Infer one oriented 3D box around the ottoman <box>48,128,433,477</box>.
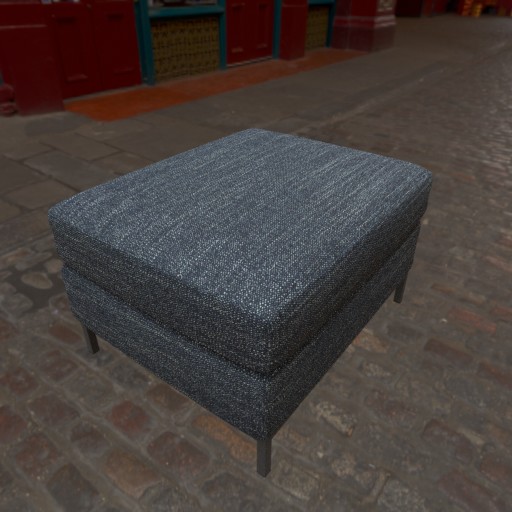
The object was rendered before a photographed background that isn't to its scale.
[{"bbox_3d":[0.000,0.000,1.225,0.667,0.491,0.814,22,39,31],"label":"ottoman"}]
